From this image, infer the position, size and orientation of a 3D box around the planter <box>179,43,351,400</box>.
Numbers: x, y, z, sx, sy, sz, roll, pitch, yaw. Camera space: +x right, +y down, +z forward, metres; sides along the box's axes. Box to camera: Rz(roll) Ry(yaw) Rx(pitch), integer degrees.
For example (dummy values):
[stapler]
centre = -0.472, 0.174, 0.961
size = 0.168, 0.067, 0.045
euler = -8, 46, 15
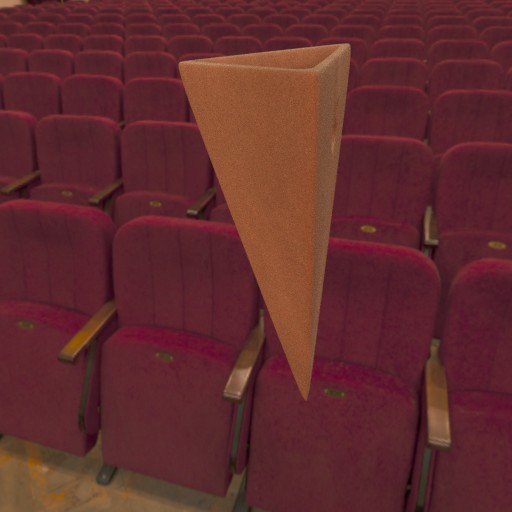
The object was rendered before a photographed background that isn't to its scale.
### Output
[planter]
centre = 0.000, 0.000, 0.266
size = 0.081, 0.224, 0.101
euler = 9, 32, 14
